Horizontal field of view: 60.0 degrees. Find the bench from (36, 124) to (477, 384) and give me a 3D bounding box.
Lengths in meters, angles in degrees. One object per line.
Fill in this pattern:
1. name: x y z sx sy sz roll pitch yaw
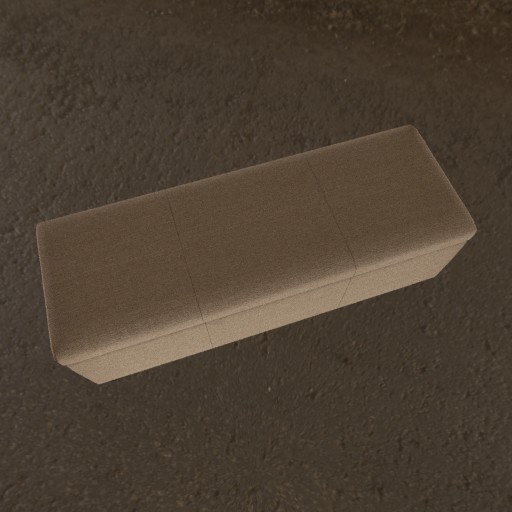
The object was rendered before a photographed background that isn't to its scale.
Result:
1. bench: 0.000 0.000 1.497 1.269 0.438 0.446 -16 65 -8
